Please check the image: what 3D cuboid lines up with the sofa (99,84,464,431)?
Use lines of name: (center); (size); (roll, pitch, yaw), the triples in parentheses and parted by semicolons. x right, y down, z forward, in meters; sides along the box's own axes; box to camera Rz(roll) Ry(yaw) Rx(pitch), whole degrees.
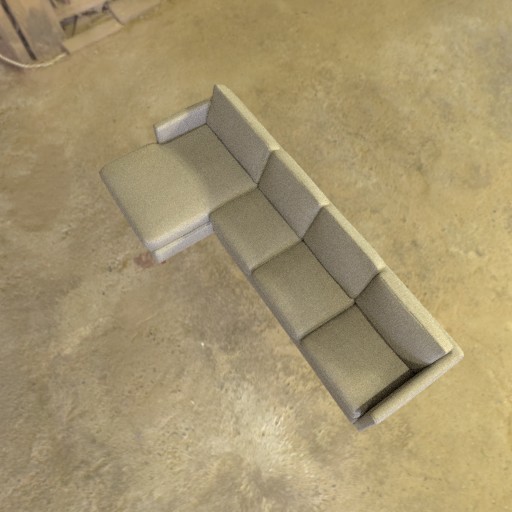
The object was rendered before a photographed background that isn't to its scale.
sofa: (0.000, 0.000, 3.770); (1.502, 0.876, 3.201); (-31, 67, -15)
